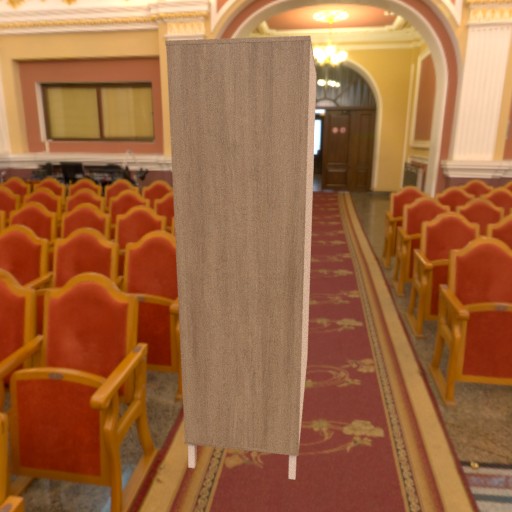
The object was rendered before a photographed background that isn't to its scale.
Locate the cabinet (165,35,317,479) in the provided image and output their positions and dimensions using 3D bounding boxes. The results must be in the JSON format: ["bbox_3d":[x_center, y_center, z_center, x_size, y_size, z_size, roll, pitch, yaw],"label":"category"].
[{"bbox_3d":[0.000,0.000,2.445,0.571,1.999,1.006,2,15,9],"label":"cabinet"}]
